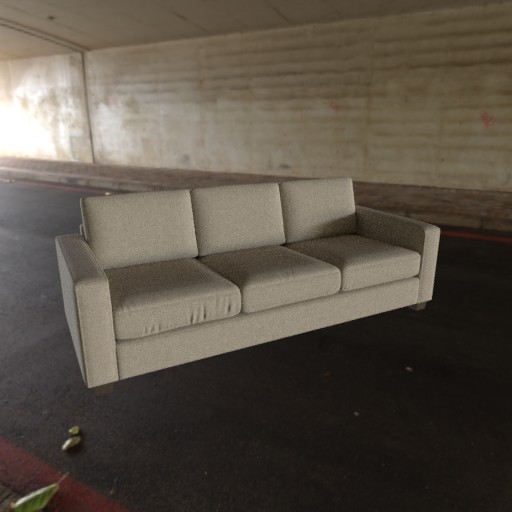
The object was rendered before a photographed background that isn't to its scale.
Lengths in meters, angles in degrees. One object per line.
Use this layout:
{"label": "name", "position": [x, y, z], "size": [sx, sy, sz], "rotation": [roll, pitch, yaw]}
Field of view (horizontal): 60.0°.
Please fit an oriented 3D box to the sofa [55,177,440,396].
{"label": "sofa", "position": [0.000, 0.000, 2.702], "size": [2.160, 0.800, 0.900], "rotation": [-9, 19, -26]}
